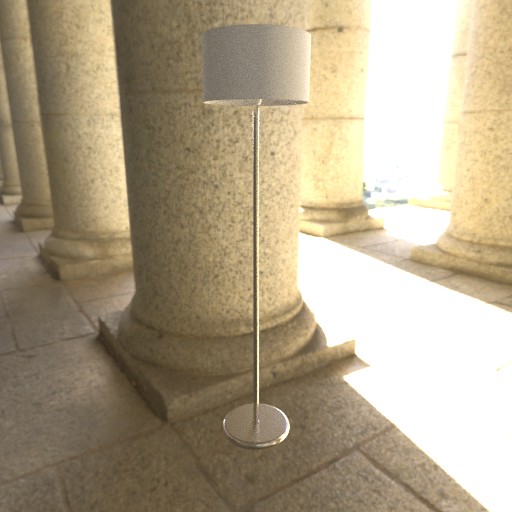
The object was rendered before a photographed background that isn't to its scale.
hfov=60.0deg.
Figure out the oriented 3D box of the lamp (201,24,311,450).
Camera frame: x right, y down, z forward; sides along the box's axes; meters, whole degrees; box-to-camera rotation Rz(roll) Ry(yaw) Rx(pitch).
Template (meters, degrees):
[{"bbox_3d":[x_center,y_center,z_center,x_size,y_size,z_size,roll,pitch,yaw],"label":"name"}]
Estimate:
[{"bbox_3d":[0.000,0.000,1.601,0.347,1.443,0.347,8,17,26],"label":"lamp"}]
